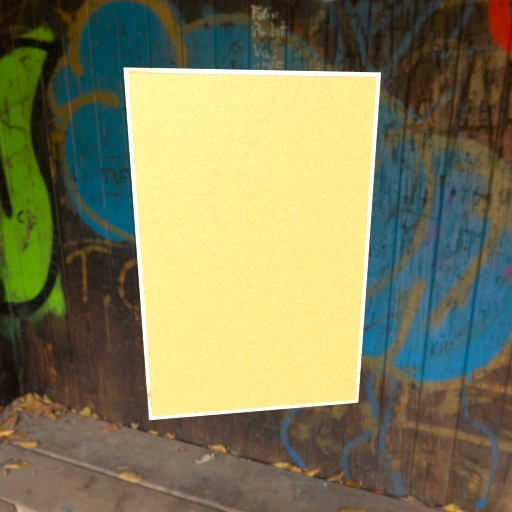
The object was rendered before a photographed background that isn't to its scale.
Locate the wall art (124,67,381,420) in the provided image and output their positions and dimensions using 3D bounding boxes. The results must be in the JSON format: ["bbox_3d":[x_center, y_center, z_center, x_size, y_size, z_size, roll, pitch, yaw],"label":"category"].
[{"bbox_3d":[0.000,0.000,0.986,0.508,0.764,0.038,-2,15,-8],"label":"wall art"}]
